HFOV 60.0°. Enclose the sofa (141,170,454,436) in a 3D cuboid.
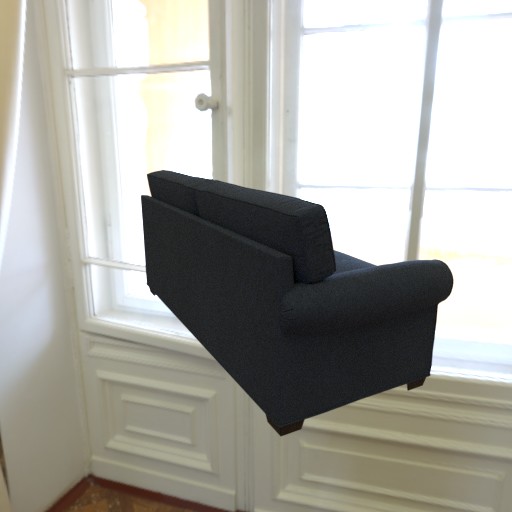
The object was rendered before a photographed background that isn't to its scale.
[{"bbox_3d":[0.000,0.000,2.931,0.954,1.026,2.391,-8,17,-27],"label":"sofa"}]
